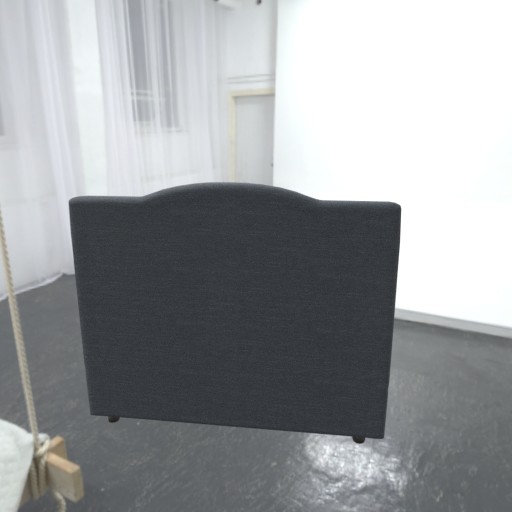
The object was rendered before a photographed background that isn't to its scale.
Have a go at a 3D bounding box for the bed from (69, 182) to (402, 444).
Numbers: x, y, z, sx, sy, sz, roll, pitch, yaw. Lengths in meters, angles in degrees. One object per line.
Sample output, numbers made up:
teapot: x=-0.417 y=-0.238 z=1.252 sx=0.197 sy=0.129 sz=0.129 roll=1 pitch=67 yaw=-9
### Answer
bed: x=0.000 y=0.000 z=3.541 sx=1.747 sy=1.441 sz=2.507 roll=2 pitch=16 yaw=7
